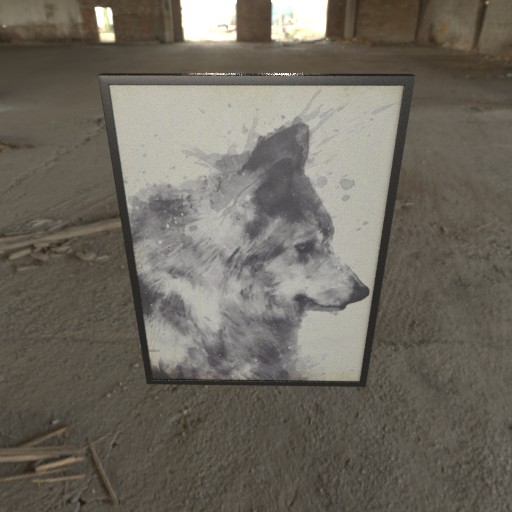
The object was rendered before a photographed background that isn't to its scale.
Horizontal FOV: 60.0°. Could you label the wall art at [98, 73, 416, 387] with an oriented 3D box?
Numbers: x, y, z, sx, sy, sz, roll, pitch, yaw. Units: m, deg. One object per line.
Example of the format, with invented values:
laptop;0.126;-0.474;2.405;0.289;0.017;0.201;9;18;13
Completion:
wall art;0.000;0.000;1.391;0.804;1.061;0.039;0;28;1
